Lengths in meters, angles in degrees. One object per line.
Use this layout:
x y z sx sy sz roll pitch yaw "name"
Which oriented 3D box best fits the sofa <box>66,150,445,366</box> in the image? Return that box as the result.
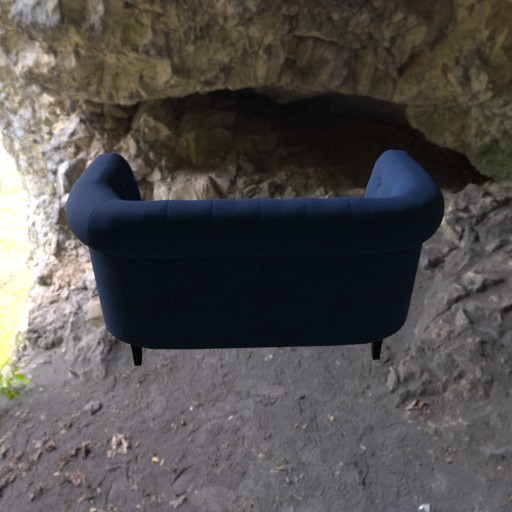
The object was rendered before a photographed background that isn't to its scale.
0.000 0.000 2.056 1.558 0.827 0.835 -1 30 -2 "sofa"
